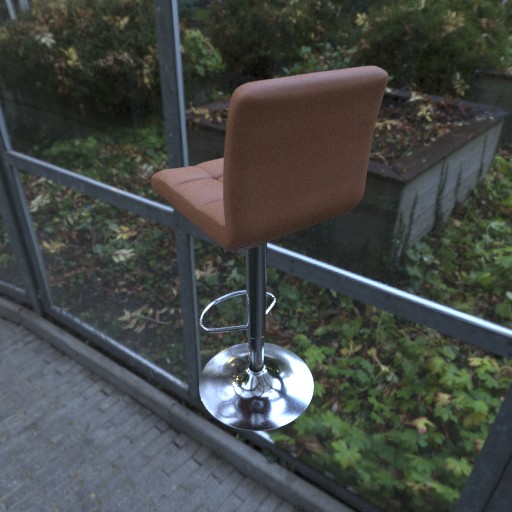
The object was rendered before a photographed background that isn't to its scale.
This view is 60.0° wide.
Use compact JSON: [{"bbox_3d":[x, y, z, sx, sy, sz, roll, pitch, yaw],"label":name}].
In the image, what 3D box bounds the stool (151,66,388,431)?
[{"bbox_3d":[0.000,0.000,1.361,0.430,1.115,0.505,-21,37,-30],"label":"stool"}]
